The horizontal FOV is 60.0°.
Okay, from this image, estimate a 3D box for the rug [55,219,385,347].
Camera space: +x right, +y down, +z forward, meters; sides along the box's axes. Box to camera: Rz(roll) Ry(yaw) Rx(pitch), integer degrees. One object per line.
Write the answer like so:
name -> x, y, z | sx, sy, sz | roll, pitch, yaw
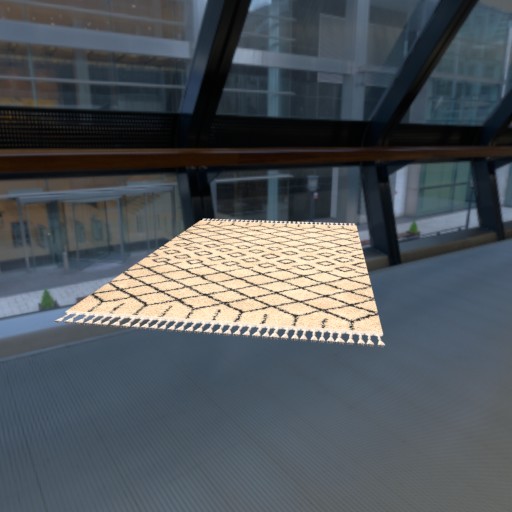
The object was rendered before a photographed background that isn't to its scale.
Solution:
rug -> 0.000, 0.000, 2.493 | 1.196, 0.008, 2.006 | 3, 16, 9
